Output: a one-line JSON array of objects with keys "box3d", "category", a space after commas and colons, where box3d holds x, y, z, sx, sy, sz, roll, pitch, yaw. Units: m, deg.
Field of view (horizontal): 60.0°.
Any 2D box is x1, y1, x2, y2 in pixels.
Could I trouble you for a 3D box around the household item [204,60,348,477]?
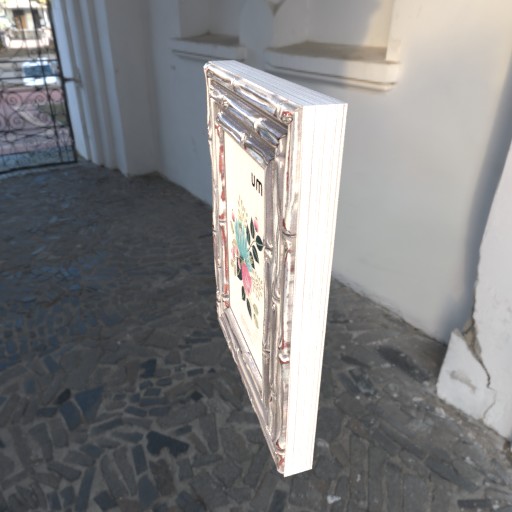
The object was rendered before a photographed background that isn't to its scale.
[{"box3d": [0.000, 0.000, 0.285, 0.025, 0.216, 0.165, -9, 30, -15], "category": "household item"}]
